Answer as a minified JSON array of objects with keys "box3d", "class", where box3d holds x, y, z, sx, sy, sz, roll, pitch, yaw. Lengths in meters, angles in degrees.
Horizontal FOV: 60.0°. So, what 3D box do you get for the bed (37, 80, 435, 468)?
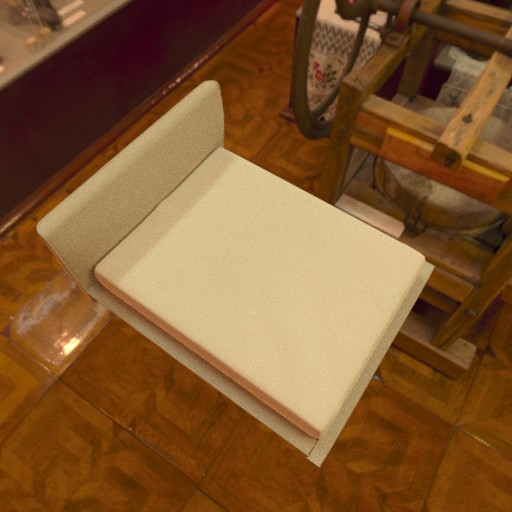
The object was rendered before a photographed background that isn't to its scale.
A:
[{"box3d":[0.000,0.000,3.591,2.498,1.126,1.980,31,64,17],"class":"bed"}]
